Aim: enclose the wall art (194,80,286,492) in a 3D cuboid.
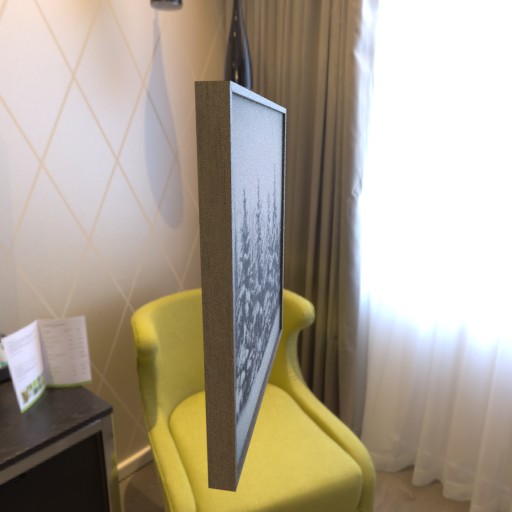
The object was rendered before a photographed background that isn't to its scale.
[{"bbox_3d":[0.000,0.000,0.761,0.037,0.507,0.507,3,15,10],"label":"wall art"}]
